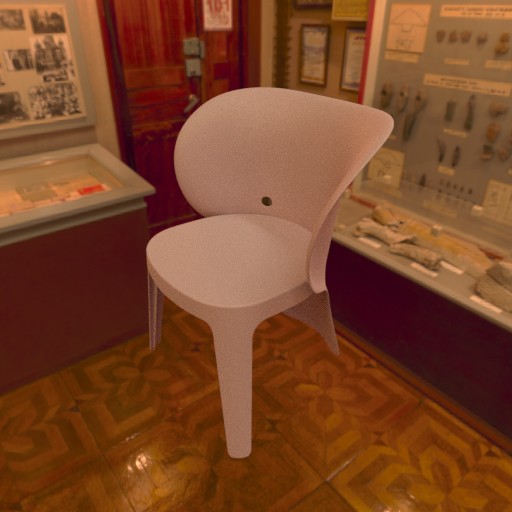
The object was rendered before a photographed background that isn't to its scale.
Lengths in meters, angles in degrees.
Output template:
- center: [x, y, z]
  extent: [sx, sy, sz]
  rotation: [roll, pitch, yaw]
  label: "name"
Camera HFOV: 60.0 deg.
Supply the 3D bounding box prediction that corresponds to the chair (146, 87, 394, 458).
- center: [0.000, 0.000, 0.869]
  extent: [0.402, 0.554, 0.451]
  rotation: [-20, 36, -30]
  label: "chair"
